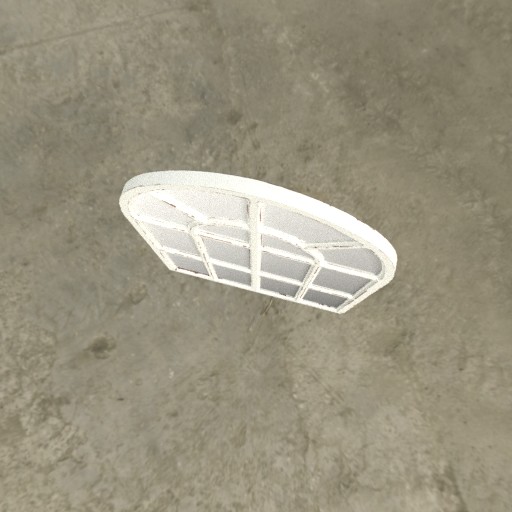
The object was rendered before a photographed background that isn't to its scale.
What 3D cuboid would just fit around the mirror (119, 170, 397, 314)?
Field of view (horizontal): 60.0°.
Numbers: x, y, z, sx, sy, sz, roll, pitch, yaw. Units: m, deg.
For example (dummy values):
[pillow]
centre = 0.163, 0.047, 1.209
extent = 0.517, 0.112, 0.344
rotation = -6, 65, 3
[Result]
[mirror]
centre = 0.000, 0.000, 1.198
extent = 0.660, 0.920, 0.032
rotation = 14, 76, 4
